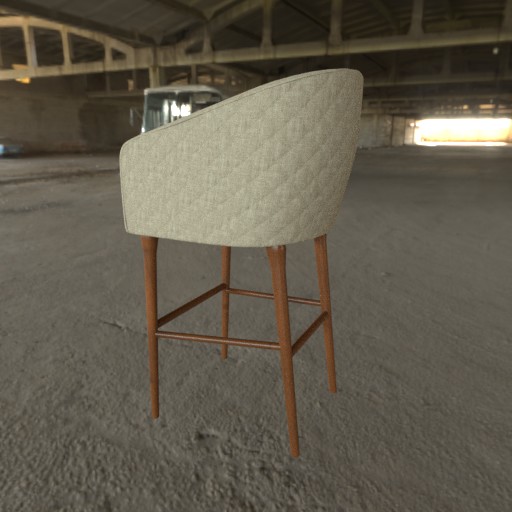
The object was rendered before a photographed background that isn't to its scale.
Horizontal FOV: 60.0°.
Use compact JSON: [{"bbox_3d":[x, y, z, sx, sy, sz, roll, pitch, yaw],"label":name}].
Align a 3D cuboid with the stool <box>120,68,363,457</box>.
[{"bbox_3d":[0.000,0.000,1.429,0.607,1.078,0.559,8,17,26],"label":"stool"}]
